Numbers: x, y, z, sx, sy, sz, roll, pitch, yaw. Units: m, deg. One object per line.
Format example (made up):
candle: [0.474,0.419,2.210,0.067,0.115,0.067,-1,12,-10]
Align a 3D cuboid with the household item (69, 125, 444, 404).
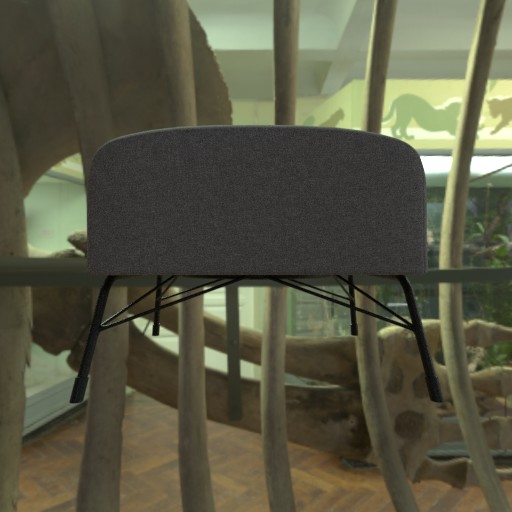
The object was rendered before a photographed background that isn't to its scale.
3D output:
household item: [0.000,0.000,0.884,0.530,0.410,0.530,0,0,0]
